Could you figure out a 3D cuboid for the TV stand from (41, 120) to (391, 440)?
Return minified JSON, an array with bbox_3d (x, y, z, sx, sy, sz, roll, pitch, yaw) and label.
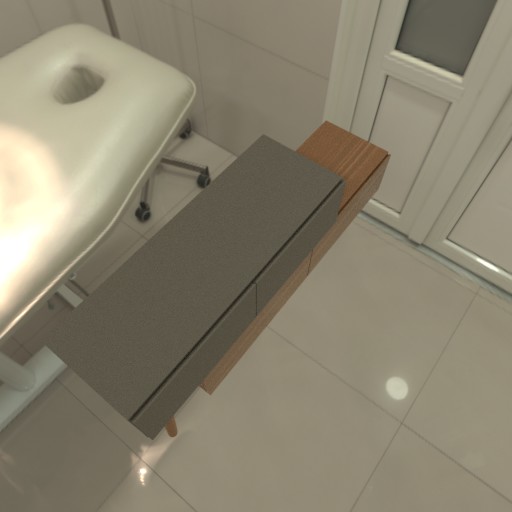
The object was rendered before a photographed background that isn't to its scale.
[{"bbox_3d":[0.000,0.000,1.582,0.329,0.591,1.336,33,64,19],"label":"TV stand"}]
